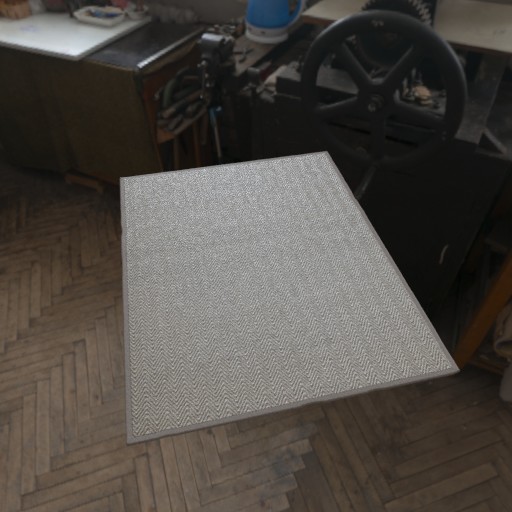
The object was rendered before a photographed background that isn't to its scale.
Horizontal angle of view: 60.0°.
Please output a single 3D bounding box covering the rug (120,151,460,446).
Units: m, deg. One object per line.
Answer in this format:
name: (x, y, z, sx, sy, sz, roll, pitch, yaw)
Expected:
rug: (0.000, 0.000, 4.113, 2.434, 0.032, 3.007, -9, 47, -9)
